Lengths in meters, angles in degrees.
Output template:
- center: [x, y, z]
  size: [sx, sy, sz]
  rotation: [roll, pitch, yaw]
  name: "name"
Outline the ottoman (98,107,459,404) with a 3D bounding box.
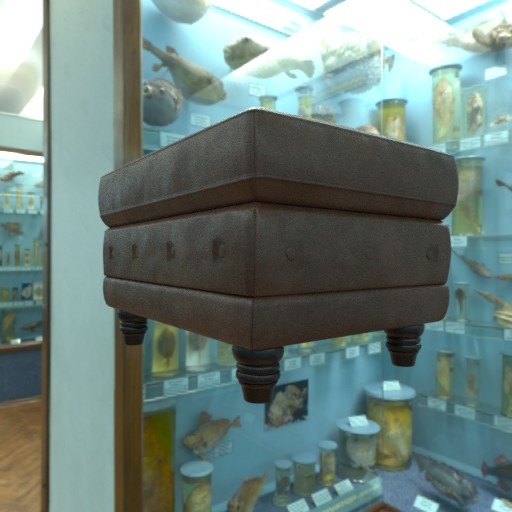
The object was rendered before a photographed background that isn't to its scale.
- center: [0.000, 0.000, 1.156]
  size: [0.588, 0.509, 0.795]
  rotation: [0, 0, -36]
  name: "ottoman"
